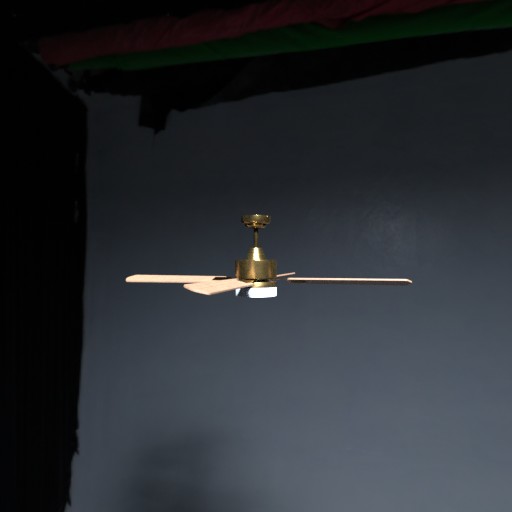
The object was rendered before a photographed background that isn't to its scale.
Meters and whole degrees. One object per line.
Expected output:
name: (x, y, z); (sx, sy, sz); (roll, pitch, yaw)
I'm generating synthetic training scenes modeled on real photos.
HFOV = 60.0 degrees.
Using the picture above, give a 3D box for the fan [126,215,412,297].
fan: (0.000, 0.000, 1.989); (1.320, 0.355, 1.320); (0, 0, 17)
